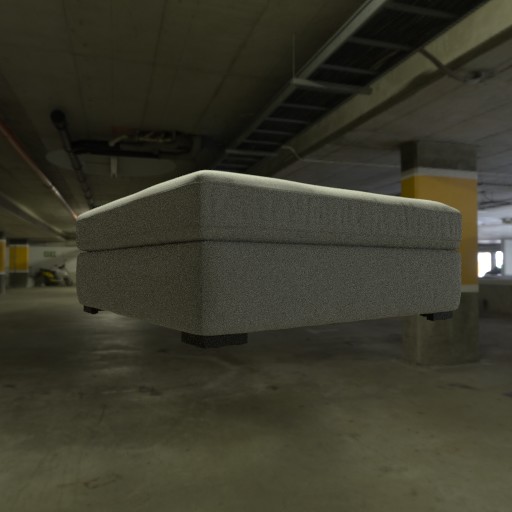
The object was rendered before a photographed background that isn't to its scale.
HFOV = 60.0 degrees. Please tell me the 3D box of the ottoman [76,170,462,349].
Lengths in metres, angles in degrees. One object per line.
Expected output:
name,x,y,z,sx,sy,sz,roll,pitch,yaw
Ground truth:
ottoman,0.000,0.000,1.805,1.163,0.482,1.167,1,-2,-36
